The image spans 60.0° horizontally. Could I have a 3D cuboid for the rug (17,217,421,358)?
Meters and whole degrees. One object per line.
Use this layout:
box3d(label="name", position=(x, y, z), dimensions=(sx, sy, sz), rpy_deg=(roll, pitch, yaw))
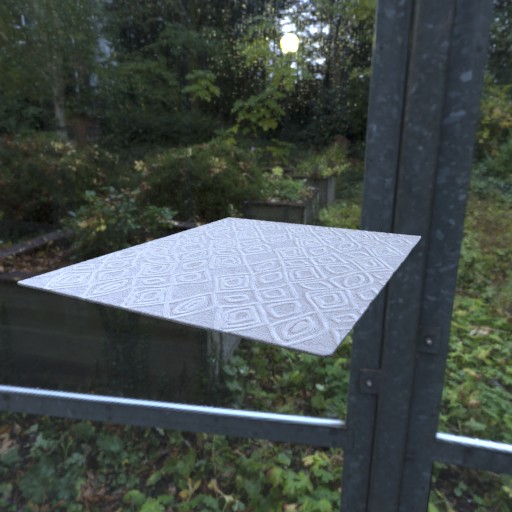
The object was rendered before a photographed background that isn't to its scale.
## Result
box3d(label="rug", position=(0.000, 0.000, 4.046), dimensions=(2.449, 0.025, 3.049), rpy_deg=(8, 17, 27))
